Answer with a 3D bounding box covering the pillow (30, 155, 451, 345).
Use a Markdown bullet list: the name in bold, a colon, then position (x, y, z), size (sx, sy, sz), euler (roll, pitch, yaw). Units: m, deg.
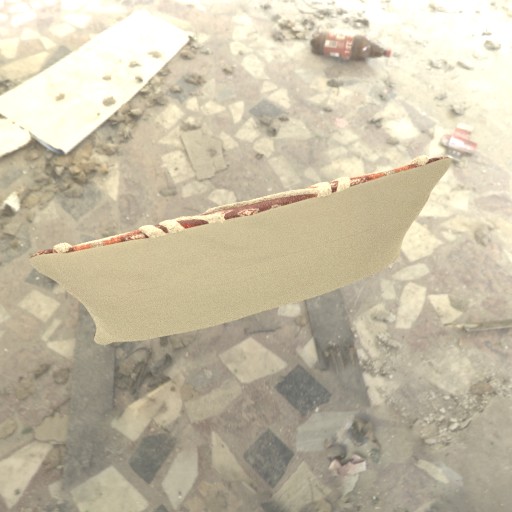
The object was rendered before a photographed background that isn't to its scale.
- **pillow**: position (0.000, 0.000, 0.731), size (0.608, 0.295, 0.161), euler (-15, 59, -9)
